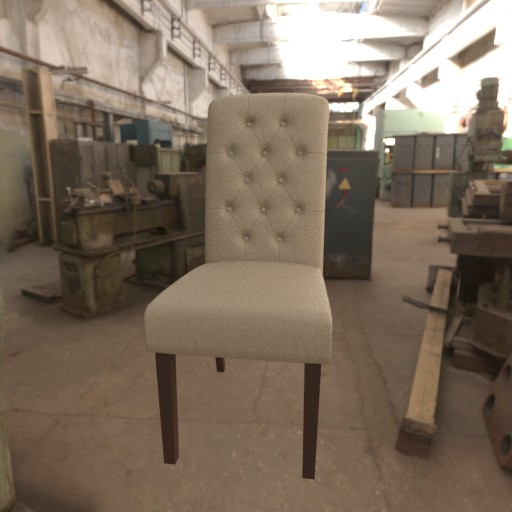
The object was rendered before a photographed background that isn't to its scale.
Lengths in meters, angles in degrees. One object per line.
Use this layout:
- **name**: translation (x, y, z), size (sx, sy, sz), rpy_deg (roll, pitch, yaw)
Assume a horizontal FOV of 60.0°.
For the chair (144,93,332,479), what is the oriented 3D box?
- **chair**: translation (0.000, 0.000, 1.352), size (0.456, 1.006, 0.671), rpy_deg (2, 13, 8)
